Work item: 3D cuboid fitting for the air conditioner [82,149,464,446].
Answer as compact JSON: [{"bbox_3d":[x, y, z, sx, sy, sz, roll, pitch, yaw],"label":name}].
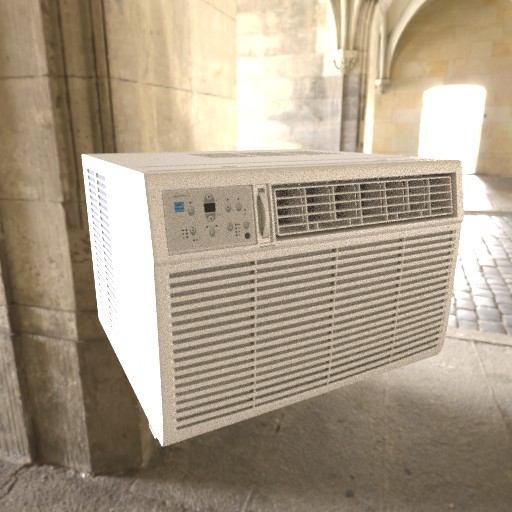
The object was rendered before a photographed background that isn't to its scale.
[{"bbox_3d":[0.000,0.000,1.036,0.645,0.455,0.599,-8,18,-27],"label":"air conditioner"}]
